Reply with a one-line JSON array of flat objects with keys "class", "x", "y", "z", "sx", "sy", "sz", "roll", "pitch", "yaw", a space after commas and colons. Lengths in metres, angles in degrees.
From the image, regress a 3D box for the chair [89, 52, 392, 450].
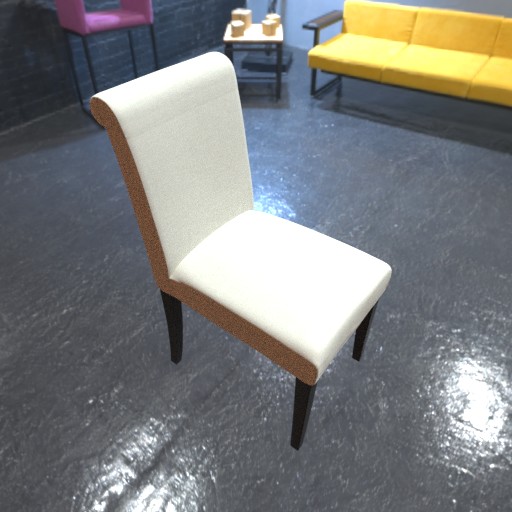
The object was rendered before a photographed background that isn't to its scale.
[{"class": "chair", "x": 0.000, "y": 0.000, "z": 1.354, "sx": 0.708, "sy": 0.976, "sz": 0.452, "roll": 26, "pitch": 47, "yaw": 27}]
